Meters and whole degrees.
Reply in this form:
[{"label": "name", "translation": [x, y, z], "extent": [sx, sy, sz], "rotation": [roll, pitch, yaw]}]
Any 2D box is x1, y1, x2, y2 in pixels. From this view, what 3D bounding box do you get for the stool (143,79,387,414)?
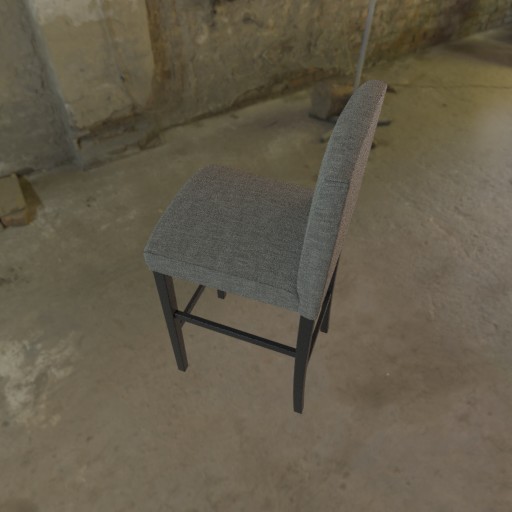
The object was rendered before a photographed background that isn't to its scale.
[{"label": "stool", "translation": [0.000, 0.000, 1.436], "extent": [0.552, 1.138, 0.451], "rotation": [16, 49, 14]}]
